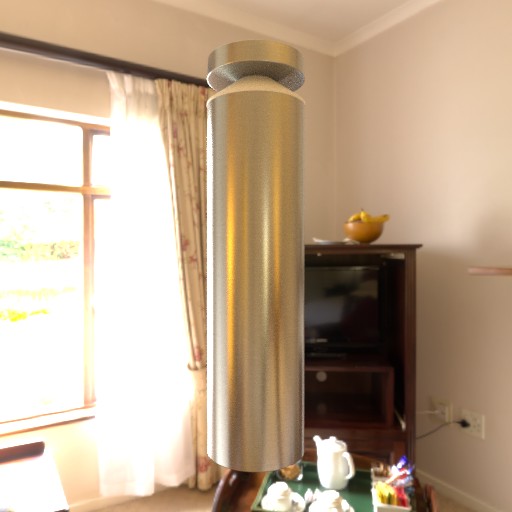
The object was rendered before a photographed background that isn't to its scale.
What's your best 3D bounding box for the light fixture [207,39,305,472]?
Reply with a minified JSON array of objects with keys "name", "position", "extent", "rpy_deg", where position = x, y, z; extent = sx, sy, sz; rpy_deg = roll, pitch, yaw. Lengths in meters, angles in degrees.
[{"name":"light fixture","position":[0.000,0.000,0.460],"extent":[0.102,0.400,0.102],"rpy_deg":[0,0,18]}]
